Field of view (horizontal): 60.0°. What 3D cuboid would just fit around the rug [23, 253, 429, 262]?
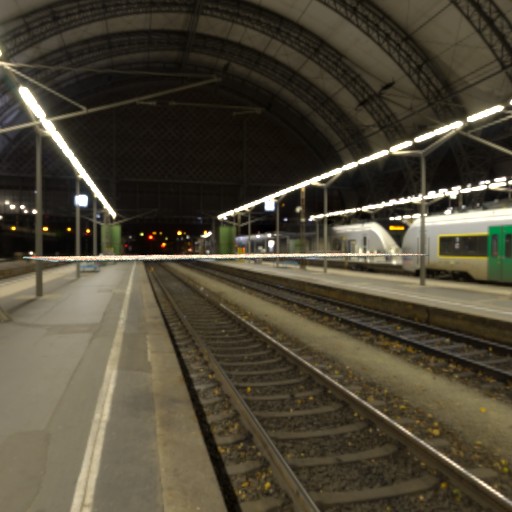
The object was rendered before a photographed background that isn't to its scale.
[{"bbox_3d":[0.000,0.000,2.721,2.459,0.010,0.801,-1,1,-36],"label":"rug"}]
